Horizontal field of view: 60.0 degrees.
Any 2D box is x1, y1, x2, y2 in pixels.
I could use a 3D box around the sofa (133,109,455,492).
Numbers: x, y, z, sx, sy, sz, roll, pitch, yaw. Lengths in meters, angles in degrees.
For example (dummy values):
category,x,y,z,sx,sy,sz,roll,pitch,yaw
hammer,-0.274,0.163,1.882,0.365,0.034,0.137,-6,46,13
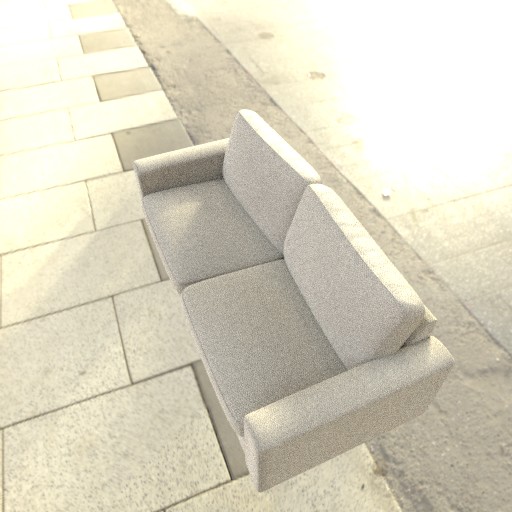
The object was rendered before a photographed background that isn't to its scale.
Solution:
category,x,y,z,sx,sy,sz,roll,pitch,yaw
sofa,0.000,0.000,2.629,1.016,0.873,2.179,-18,49,-16
